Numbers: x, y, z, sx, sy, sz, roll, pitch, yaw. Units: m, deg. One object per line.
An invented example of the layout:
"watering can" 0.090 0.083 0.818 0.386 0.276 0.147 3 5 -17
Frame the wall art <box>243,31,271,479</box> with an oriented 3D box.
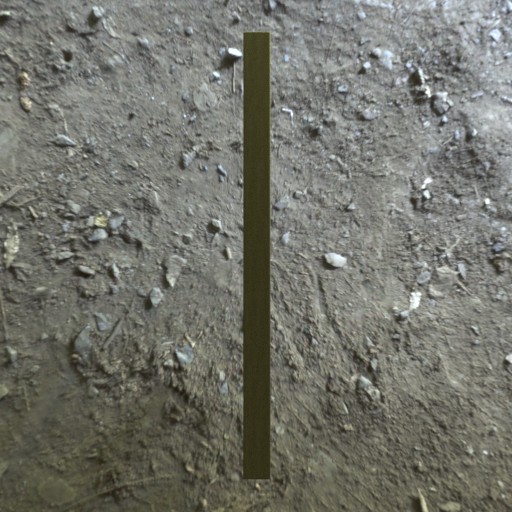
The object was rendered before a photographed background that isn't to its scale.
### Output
"wall art" 0.000 0.000 0.750 0.031 0.506 0.503 0 90 0
